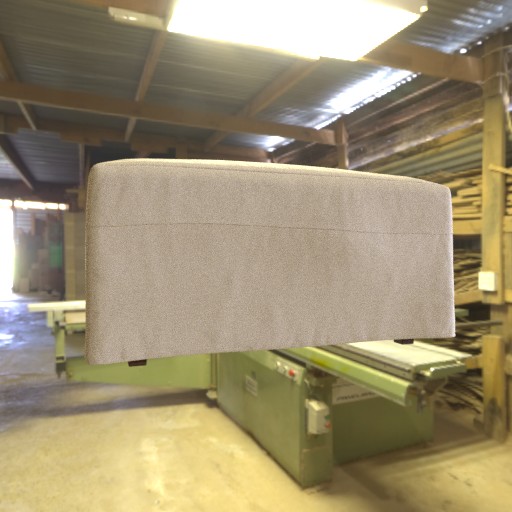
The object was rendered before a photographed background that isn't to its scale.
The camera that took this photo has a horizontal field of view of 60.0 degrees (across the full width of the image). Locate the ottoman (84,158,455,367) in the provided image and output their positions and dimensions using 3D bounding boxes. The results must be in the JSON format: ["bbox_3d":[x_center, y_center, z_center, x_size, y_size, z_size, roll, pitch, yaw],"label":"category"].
[{"bbox_3d":[0.000,0.000,1.210,0.872,0.444,0.590,0,0,-19],"label":"ottoman"}]
